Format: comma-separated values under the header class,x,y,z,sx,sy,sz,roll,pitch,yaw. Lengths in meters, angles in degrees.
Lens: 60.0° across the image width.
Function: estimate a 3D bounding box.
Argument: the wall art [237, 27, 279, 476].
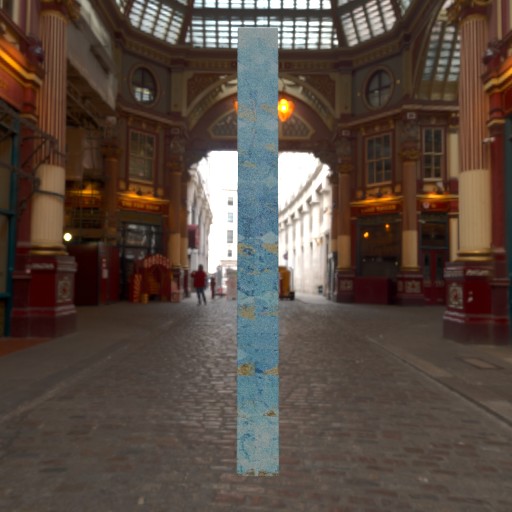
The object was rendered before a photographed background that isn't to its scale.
class,x,y,z,sx,sy,sz,roll,pitch,yaw
wall art,0.000,0.000,0.601,0.037,0.405,0.405,0,-2,0
